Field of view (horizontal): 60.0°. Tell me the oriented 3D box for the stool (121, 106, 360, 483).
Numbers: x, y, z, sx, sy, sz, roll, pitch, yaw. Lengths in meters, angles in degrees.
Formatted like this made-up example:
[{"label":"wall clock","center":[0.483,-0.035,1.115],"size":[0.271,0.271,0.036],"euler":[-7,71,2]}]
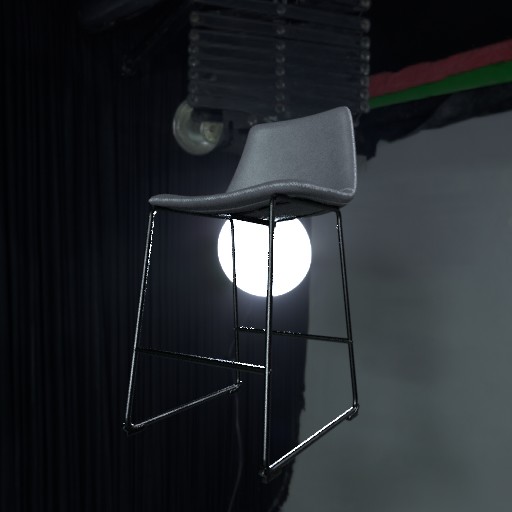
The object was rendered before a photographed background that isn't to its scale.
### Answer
[{"label":"stool","center":[0.000,0.000,1.180],"size":[0.470,0.876,0.546],"euler":[-1,-1,35]}]
